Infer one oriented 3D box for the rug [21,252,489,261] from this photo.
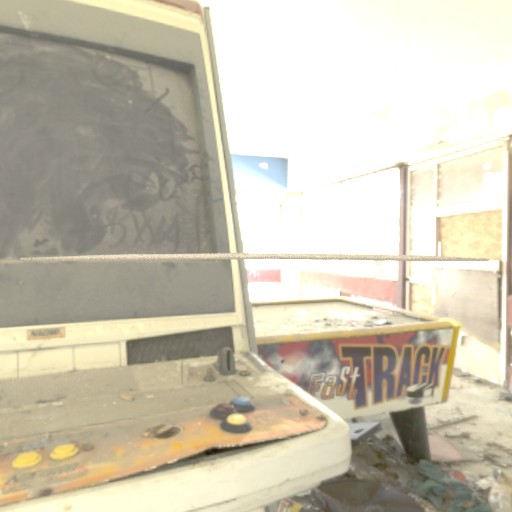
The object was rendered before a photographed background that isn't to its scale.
[{"bbox_3d":[0.000,0.000,4.228,3.202,0.045,2.434,0,1,1],"label":"rug"}]
